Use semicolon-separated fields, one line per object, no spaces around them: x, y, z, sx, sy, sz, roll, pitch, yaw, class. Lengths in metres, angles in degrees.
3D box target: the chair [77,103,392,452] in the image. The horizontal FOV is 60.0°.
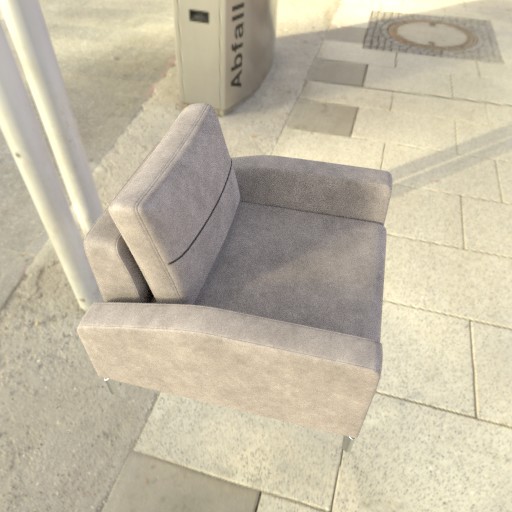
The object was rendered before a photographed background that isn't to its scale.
0.000;0.000;1.555;0.900;0.800;0.900;10;46;10;chair
